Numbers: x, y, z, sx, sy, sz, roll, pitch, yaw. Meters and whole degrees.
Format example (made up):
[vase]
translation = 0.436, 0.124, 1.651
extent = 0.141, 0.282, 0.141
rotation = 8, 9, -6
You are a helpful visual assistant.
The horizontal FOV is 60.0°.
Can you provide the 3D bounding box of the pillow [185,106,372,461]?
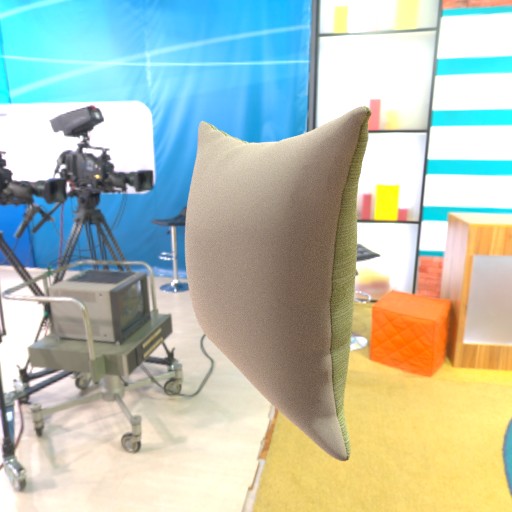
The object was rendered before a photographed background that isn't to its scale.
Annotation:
[pillow]
translation = 0.000, 0.000, 0.802
extent = 0.229, 0.487, 0.560
rotation = -7, 16, -27
